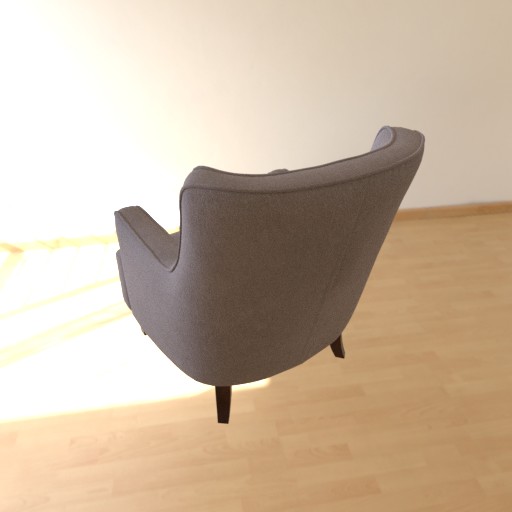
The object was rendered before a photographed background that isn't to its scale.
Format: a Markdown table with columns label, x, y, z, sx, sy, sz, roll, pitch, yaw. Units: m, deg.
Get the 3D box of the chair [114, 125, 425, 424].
| label | x | y | z | sx | sy | sz | roll | pitch | yaw |
| --- | --- | --- | --- | --- | --- | --- | --- | --- | --- |
| chair | 0.000 | 0.000 | 1.560 | 0.781 | 0.919 | 0.910 | -20 | 36 | -29 |
